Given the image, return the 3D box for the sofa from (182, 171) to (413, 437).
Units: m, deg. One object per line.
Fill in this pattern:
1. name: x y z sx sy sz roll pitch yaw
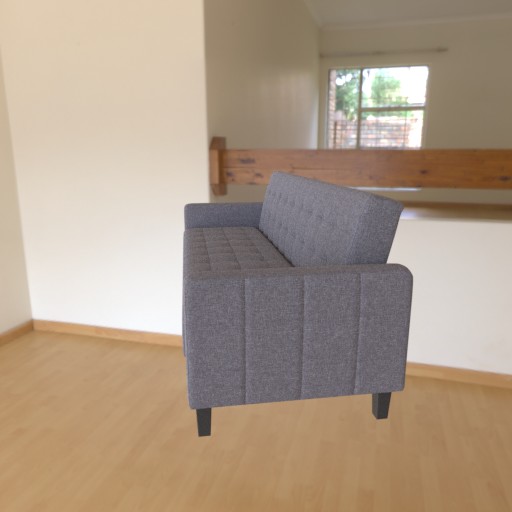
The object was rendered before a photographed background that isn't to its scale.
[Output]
1. sofa: 0.000 0.000 2.470 0.810 0.850 2.040 -2 14 -9
